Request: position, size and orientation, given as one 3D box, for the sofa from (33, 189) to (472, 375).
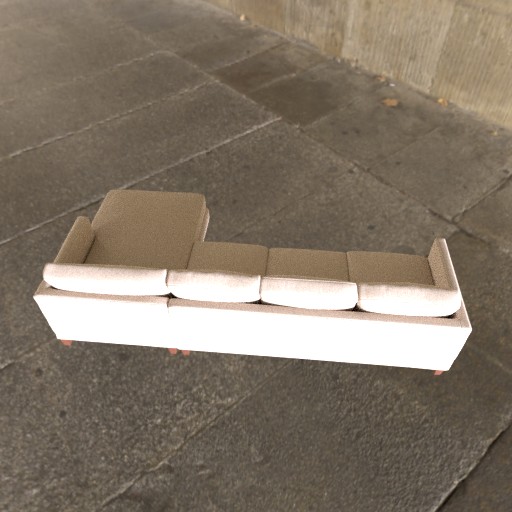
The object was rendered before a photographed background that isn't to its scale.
[{"bbox_3d":[0.000,0.000,3.903,3.186,0.861,1.625,4,46,4],"label":"sofa"}]
